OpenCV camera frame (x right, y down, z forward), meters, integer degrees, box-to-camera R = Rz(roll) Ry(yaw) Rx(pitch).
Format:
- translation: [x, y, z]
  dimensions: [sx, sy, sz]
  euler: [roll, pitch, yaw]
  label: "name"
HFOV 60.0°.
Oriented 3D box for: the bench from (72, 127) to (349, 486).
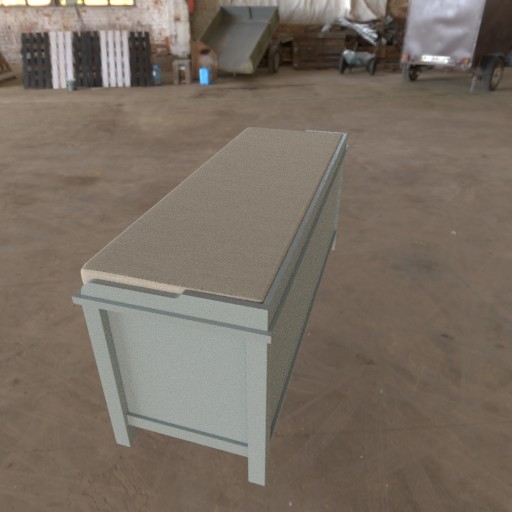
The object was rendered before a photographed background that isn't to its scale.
- translation: [0.000, 0.000, 1.377]
  dimensions: [0.398, 0.501, 1.140]
  euler: [9, 32, 14]
  label: "bench"
